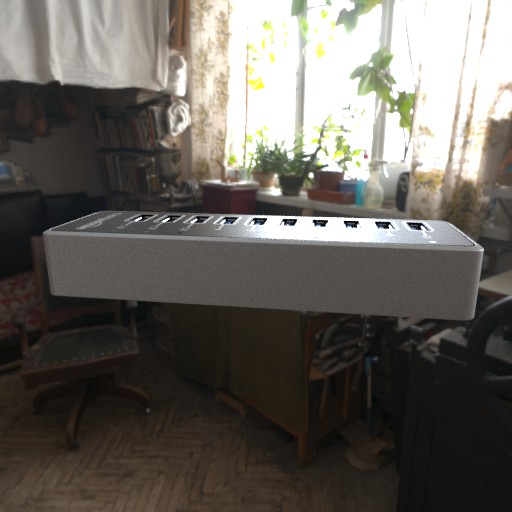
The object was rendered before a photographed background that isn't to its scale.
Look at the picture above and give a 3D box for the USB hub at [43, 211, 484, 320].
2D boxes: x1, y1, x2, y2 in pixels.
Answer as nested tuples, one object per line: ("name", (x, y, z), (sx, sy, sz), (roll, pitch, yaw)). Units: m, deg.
("USB hub", (0.000, 0.000, 0.164), (0.145, 0.023, 0.044), (2, 16, 9))
